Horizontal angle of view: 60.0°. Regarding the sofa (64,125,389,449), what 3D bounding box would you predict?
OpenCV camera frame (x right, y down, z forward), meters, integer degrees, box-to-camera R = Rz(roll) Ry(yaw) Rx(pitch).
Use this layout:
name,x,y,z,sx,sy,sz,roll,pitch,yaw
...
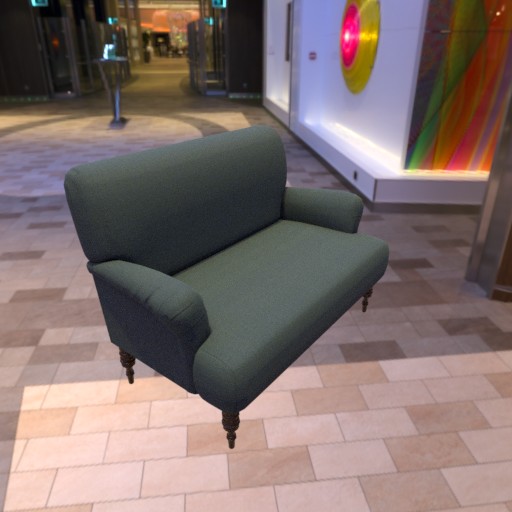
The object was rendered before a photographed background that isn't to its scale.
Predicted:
name,x,y,z,sx,sy,sz,roll,pitch,yaw
sofa,0.000,0.000,1.901,0.779,0.889,1.297,18,31,33
